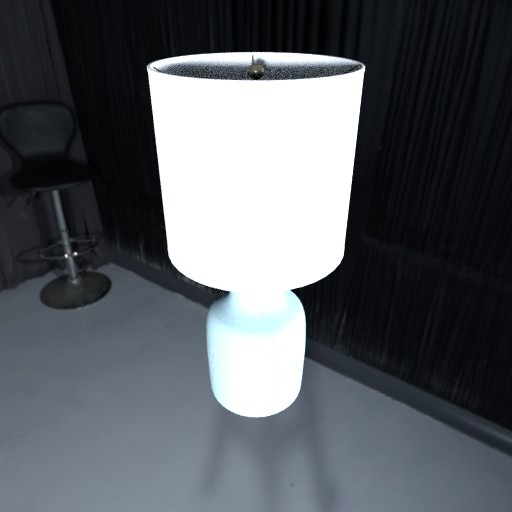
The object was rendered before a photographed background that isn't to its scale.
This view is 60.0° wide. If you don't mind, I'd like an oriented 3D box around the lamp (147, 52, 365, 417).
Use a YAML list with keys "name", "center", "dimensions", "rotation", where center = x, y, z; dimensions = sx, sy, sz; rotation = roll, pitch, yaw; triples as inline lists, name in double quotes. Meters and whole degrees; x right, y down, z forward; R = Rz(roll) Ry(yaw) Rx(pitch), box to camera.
- name: "lamp"
  center: [0.000, 0.000, 1.086]
  dimensions: [0.418, 0.871, 0.418]
  rotation: [20, 36, 30]
